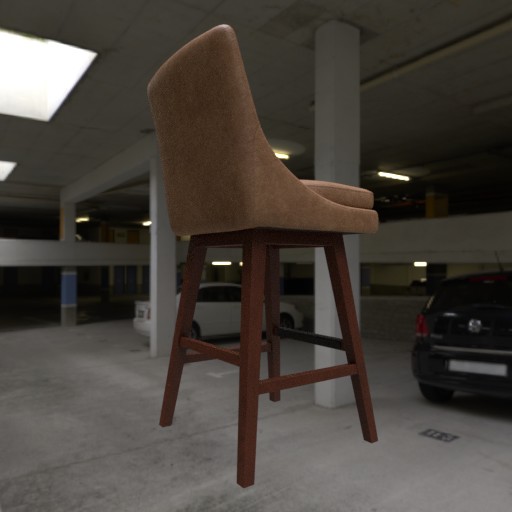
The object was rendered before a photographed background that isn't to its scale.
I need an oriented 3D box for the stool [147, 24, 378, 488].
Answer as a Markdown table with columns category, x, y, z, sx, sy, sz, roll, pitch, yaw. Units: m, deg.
| category | x | y | z | sx | sy | sz | roll | pitch | yaw |
| --- | --- | --- | --- | --- | --- | --- | --- | --- | --- |
| stool | 0.000 | 0.000 | 1.342 | 0.572 | 1.079 | 0.487 | 0 | -1 | -35 |
